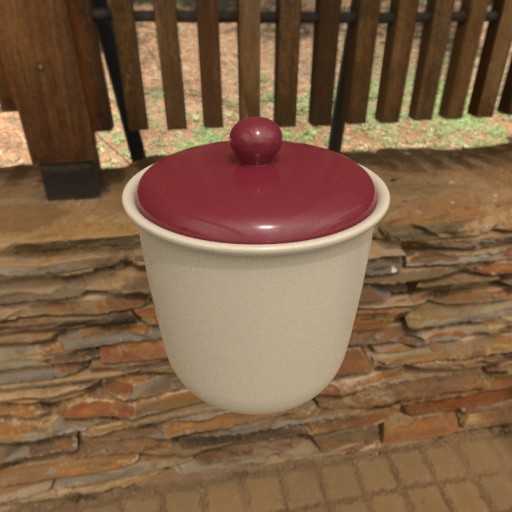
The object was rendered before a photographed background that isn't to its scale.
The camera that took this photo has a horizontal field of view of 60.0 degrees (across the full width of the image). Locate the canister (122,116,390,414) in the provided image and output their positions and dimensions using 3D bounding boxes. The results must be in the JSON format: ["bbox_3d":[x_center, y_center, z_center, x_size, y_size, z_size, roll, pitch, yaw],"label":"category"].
[{"bbox_3d":[0.000,0.000,0.340,0.182,0.208,0.182,0,31,0],"label":"canister"}]
